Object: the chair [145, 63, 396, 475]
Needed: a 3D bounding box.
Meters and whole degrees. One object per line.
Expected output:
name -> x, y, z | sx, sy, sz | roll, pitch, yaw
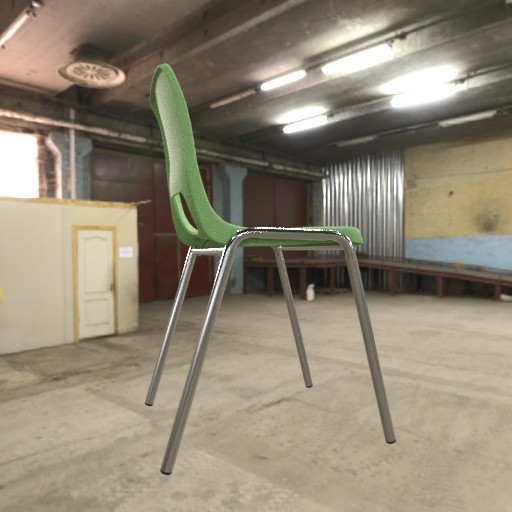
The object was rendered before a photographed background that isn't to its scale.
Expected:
chair -> 0.000, 0.000, 0.940 | 0.436, 0.704, 0.381 | 0, 1, -18
